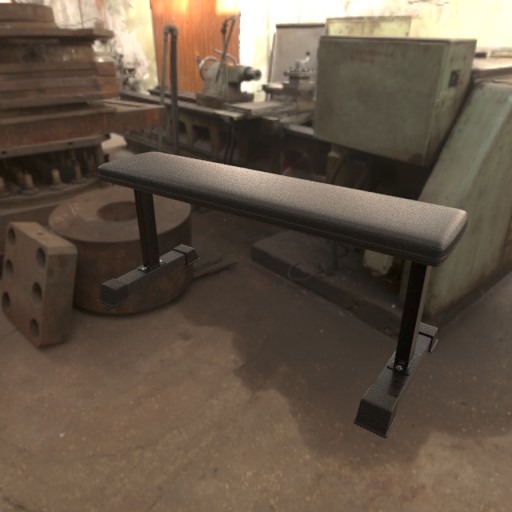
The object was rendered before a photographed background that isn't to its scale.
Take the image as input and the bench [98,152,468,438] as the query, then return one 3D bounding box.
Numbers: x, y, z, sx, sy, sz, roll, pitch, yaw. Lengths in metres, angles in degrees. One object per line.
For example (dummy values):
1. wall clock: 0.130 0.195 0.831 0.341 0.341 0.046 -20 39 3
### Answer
1. bench: 0.000 0.000 1.317 1.072 0.453 0.439 17 31 31
